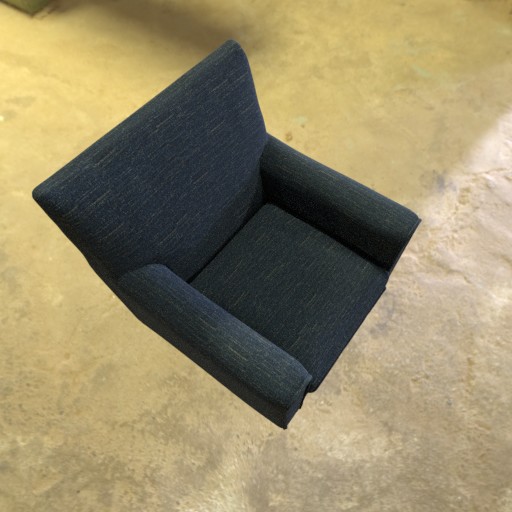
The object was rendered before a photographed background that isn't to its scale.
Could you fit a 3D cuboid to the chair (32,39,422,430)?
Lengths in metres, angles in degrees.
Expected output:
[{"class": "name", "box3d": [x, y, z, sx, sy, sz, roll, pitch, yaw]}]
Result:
[{"class": "chair", "box3d": [0.000, 0.000, 1.609, 0.873, 0.928, 0.864, 33, 65, 18]}]
